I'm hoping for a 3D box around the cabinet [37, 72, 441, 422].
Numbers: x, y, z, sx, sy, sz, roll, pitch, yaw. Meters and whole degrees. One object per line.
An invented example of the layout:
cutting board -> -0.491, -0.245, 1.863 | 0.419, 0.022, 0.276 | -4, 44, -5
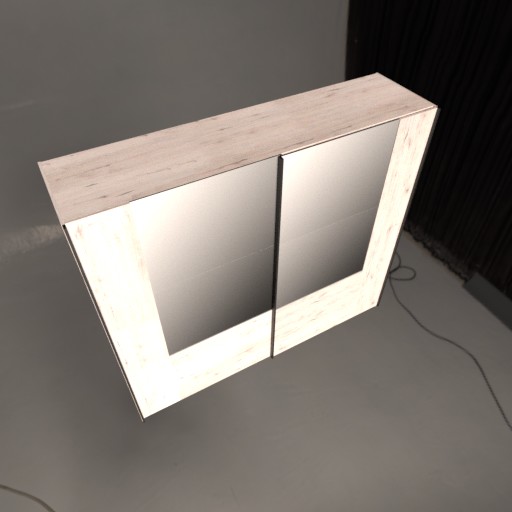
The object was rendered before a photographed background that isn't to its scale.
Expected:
cabinet -> 0.000, 0.000, 3.539 | 2.500, 2.180, 0.660 | -22, 49, -20
